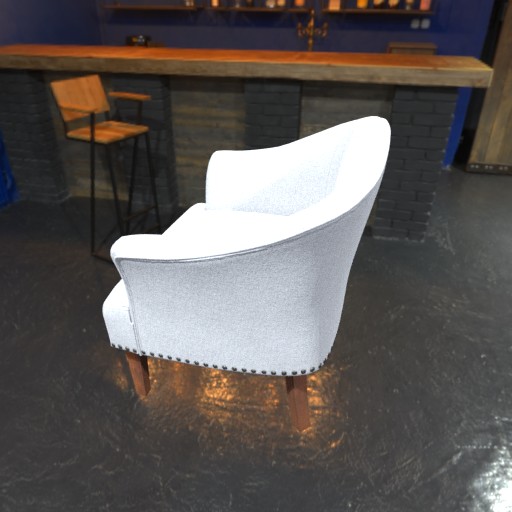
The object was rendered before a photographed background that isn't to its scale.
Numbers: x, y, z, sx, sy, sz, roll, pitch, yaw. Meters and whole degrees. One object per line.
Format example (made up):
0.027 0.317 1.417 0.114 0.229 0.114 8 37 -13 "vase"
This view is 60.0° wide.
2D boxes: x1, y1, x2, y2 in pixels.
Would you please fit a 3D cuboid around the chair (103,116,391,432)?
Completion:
0.000 0.000 1.402 0.704 0.815 0.798 8 31 13 "chair"
